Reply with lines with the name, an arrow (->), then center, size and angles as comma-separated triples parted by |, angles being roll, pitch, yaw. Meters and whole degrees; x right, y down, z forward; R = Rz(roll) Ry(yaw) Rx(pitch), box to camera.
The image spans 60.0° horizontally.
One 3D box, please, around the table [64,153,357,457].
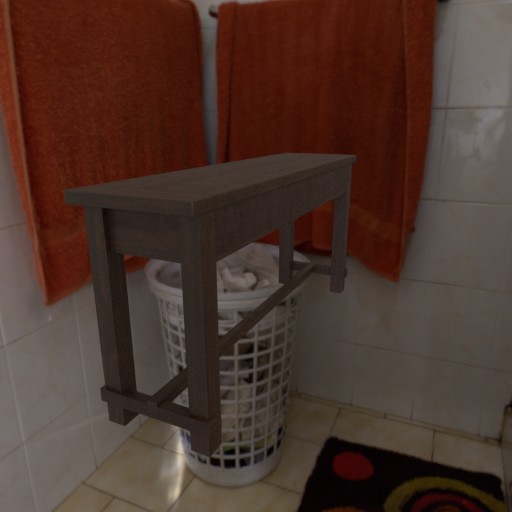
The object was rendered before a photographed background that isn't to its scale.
table -> 0.000, 0.000, 1.912 | 0.442, 0.762, 1.599 | 8, 19, 24
